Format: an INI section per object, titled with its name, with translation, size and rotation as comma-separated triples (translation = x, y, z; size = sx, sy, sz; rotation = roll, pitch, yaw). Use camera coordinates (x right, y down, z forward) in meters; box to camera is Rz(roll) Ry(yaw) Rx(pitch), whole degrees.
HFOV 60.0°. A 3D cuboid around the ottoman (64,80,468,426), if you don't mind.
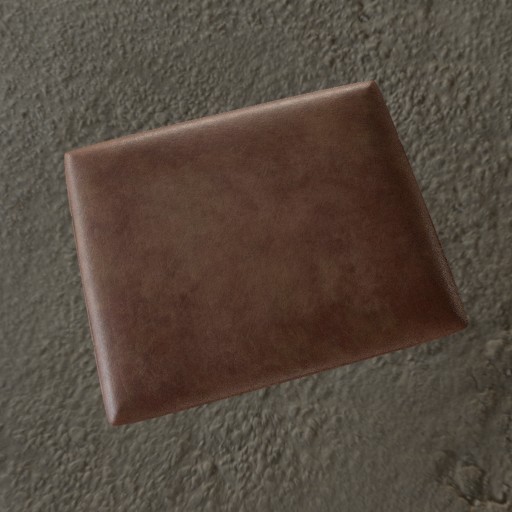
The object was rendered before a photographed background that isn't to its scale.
[ottoman]
translation = 0.000, 0.000, 1.748
size = 1.186, 0.667, 0.965
rotation = -14, 76, -4
